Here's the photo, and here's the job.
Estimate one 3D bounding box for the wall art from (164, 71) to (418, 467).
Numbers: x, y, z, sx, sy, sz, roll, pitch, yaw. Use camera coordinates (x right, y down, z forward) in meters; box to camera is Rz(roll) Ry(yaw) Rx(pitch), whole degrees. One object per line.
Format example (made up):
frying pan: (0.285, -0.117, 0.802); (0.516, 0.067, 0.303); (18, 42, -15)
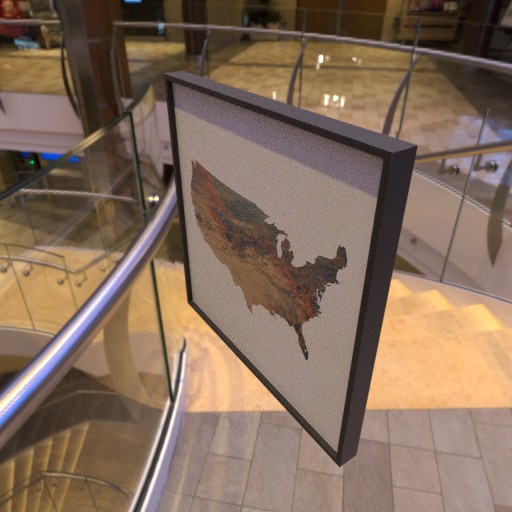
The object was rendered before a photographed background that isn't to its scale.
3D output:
wall art: (0.000, 0.000, 0.742); (0.038, 0.507, 0.507); (-21, 38, -29)
